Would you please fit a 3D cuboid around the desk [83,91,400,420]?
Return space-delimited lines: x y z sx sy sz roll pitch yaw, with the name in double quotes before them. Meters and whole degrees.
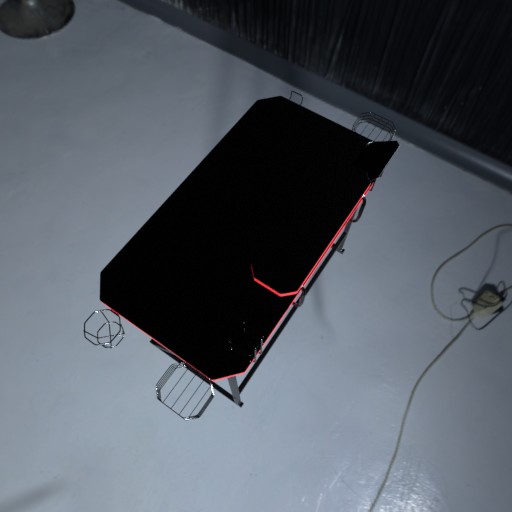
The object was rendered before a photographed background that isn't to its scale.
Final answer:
"desk" 0.000 0.000 1.751 0.588 0.913 1.280 31 68 14
